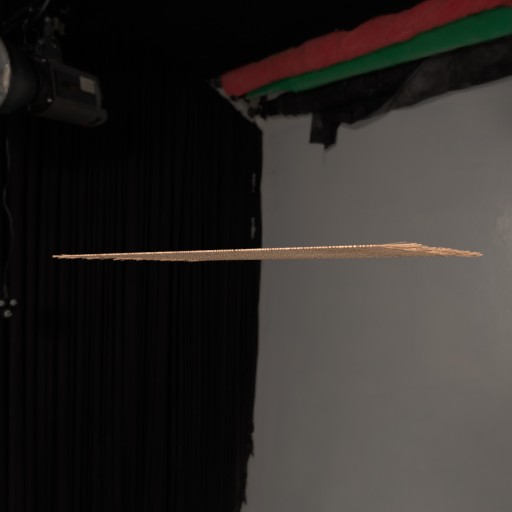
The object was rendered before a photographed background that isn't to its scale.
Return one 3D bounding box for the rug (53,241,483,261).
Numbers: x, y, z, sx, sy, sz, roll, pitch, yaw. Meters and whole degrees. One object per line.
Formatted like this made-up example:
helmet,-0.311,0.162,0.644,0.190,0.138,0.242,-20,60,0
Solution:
rug,0.000,0.000,2.453,2.085,0.027,1.224,-1,-2,36
